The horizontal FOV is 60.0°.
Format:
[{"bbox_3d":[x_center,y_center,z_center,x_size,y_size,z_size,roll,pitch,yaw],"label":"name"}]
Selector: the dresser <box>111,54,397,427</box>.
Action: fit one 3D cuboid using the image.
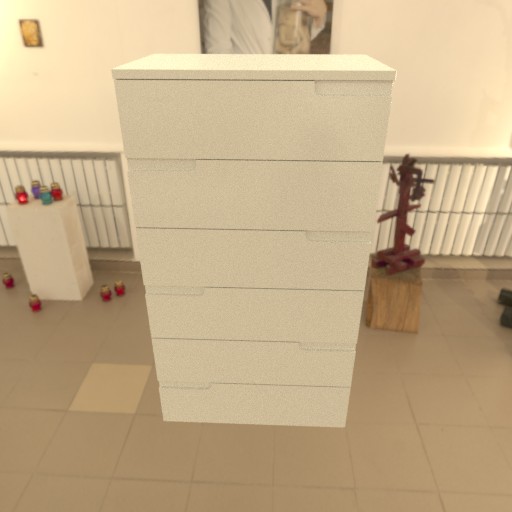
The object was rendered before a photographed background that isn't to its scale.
[{"bbox_3d":[0.000,0.000,1.470,0.650,1.190,0.400,1,29,2],"label":"dresser"}]
